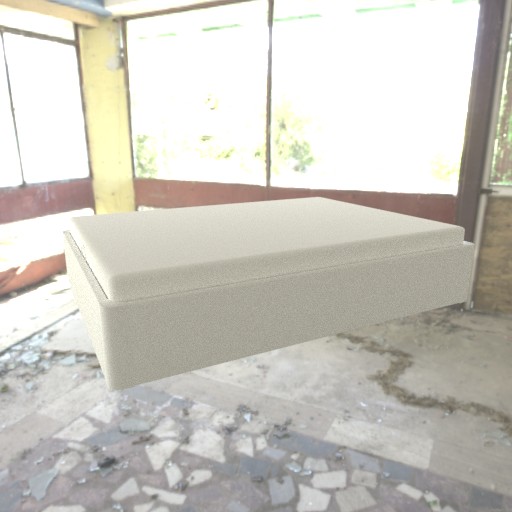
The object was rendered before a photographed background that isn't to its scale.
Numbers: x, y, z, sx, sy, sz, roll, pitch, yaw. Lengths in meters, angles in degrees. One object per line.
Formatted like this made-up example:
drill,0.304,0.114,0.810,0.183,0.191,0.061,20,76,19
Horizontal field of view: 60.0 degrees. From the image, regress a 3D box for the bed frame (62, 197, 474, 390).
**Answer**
bed frame,0.000,0.000,2.524,1.900,0.406,1.400,-8,17,-27
